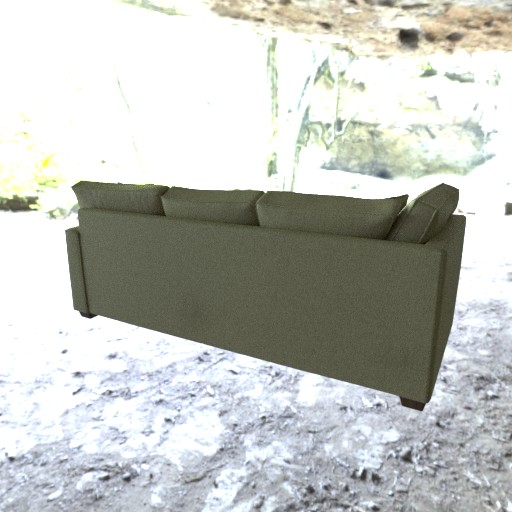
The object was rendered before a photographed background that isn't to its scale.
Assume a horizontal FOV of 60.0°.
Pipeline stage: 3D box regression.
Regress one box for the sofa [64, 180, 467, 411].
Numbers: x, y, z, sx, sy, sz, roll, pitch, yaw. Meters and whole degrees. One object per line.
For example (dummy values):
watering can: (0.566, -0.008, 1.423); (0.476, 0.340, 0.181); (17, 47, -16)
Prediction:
sofa: (0.000, 0.000, 2.824); (2.323, 0.948, 1.053); (8, 17, 28)
